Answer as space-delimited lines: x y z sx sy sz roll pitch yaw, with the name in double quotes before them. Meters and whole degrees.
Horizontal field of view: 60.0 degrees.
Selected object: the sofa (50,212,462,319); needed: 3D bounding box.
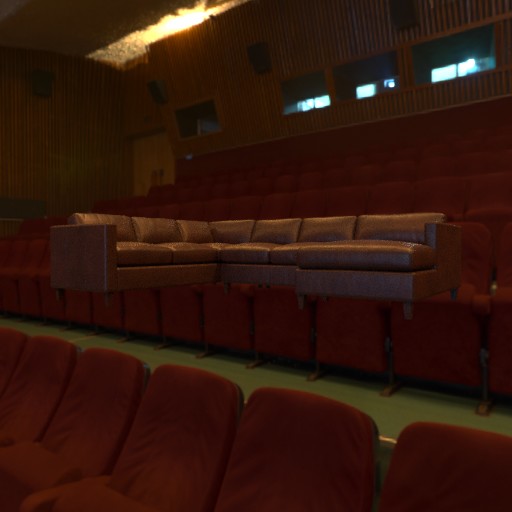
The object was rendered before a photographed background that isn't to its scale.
"sofa" 0.000 0.000 4.436 3.324 0.891 2.452 1 1 36
